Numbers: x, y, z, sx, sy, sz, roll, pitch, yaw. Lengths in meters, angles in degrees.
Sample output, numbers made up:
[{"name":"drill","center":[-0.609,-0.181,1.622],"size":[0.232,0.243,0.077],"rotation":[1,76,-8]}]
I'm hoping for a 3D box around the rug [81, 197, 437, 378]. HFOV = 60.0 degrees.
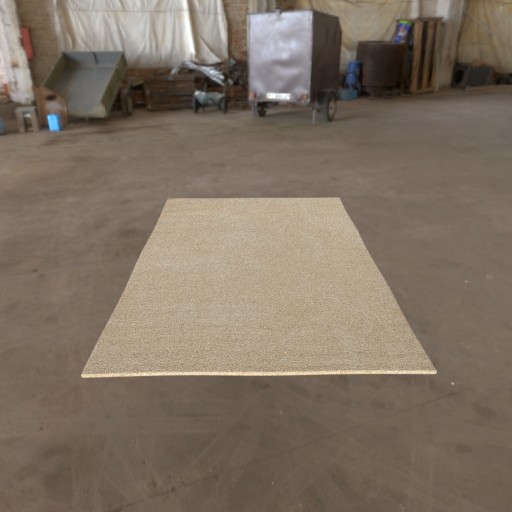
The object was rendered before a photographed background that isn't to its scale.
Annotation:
[{"name":"rug","center":[0.000,0.000,3.452],"size":[1.800,0.025,2.699],"rotation":[0,26,-1]}]
